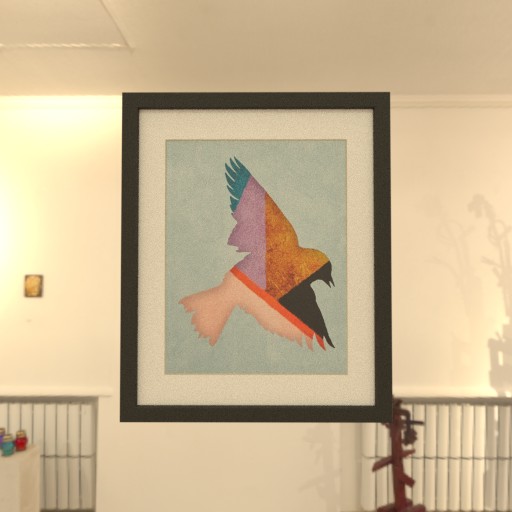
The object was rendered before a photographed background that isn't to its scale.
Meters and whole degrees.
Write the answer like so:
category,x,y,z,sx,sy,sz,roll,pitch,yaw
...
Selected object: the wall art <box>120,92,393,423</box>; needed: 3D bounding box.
category,x,y,z,sx,sy,sz,roll,pitch,yaw
wall art,0.000,0.000,0.760,0.457,0.558,0.028,0,-1,0
